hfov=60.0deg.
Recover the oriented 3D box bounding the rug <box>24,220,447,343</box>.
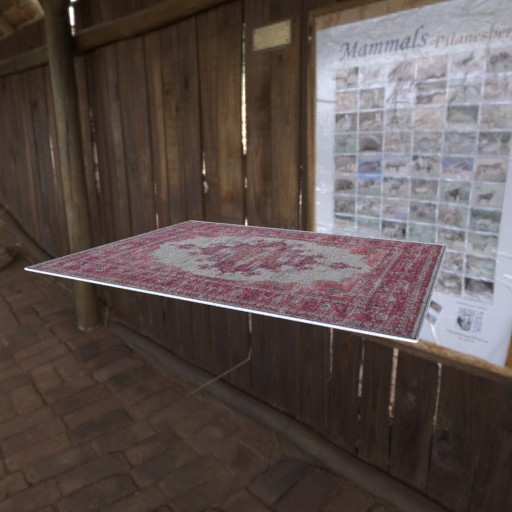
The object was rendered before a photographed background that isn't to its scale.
[{"bbox_3d":[0.000,0.000,4.089,3.123,0.017,2.447,7,17,25],"label":"rug"}]
